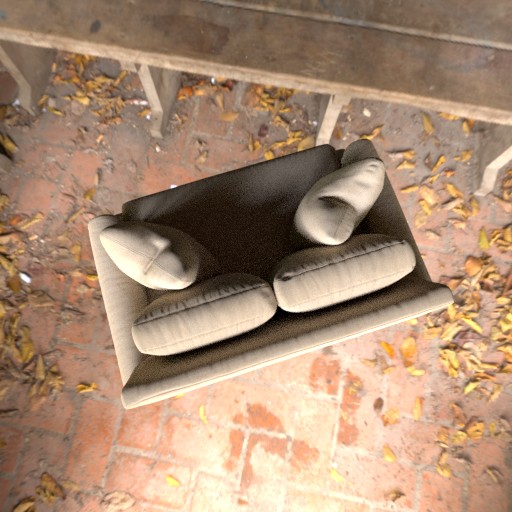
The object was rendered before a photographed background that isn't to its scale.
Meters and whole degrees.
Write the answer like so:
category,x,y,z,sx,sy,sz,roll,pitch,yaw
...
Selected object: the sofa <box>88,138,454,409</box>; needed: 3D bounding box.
category,x,y,z,sx,sy,sz,roll,pitch,yaw
sofa,0.000,0.000,2.261,1.550,0.905,1.070,-17,77,-4
